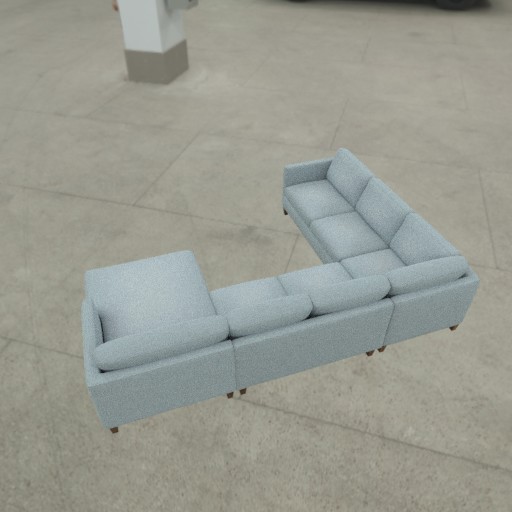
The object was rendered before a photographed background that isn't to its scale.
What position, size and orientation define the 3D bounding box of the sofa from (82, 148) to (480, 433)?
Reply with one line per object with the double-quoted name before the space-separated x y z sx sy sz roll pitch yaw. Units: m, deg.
"sofa" 0.000 0.000 4.567 3.403 0.889 2.551 -13 42 -14
